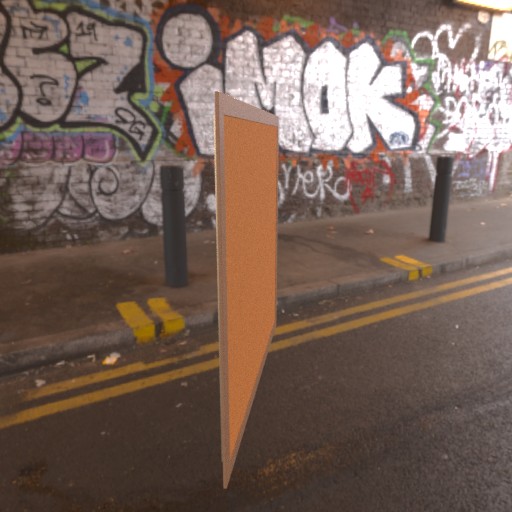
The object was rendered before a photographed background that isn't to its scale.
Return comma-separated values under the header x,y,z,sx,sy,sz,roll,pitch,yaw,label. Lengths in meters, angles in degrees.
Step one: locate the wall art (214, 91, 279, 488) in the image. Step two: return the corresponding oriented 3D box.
x,y,z,sx,sy,sz,roll,pitch,yaw,label
0.000,0.000,1.686,0.025,1.067,1.168,2,15,9,wall art
